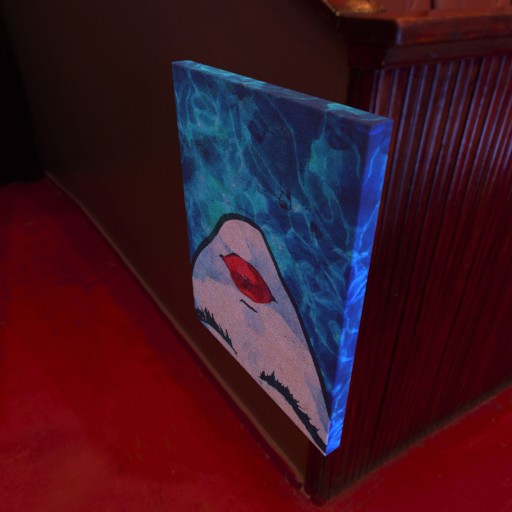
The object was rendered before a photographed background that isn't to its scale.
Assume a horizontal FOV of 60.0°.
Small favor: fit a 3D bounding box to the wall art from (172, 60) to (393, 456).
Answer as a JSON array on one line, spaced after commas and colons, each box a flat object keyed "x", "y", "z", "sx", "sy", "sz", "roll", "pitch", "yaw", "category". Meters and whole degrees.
[{"x": 0.000, "y": 0.000, "z": 0.861, "sx": 0.038, "sy": 0.635, "sz": 0.508, "roll": -21, "pitch": 38, "yaw": -29, "category": "wall art"}]
